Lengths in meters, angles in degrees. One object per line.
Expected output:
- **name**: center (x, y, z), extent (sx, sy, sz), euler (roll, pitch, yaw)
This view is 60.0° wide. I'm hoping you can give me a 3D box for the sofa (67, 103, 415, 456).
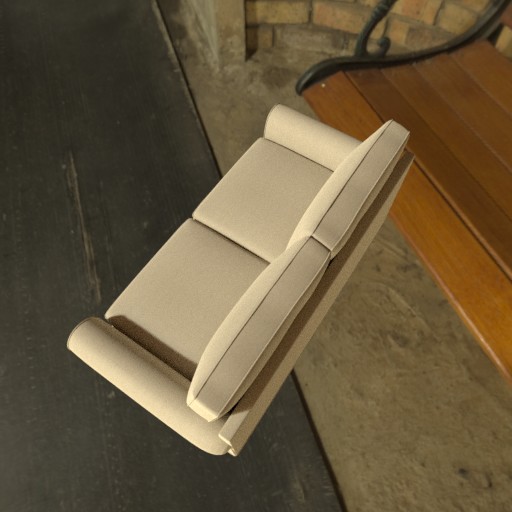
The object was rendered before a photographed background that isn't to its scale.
- **sofa**: center (0.000, 0.000, 2.268), extent (0.861, 0.933, 1.774), euler (31, 66, 15)
